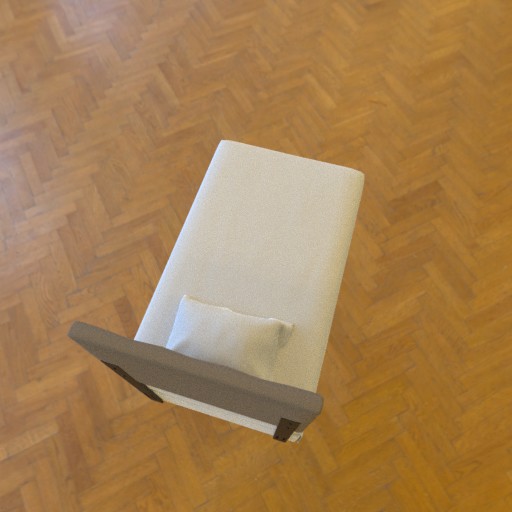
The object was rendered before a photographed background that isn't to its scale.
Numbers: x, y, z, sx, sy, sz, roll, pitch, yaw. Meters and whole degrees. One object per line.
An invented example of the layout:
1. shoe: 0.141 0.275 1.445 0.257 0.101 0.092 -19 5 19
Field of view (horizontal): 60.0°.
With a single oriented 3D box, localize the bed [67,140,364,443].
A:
1. bed: 0.000 0.000 2.958 1.261 1.571 1.997 15 64 7
